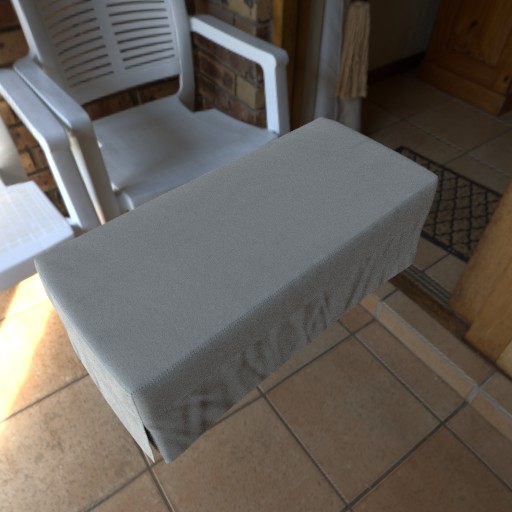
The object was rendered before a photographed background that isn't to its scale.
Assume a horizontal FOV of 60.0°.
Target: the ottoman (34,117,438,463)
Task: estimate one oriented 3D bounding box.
[{"bbox_3d":[0.000,0.000,1.678,1.388,0.457,0.665,-33,55,-27],"label":"ottoman"}]
